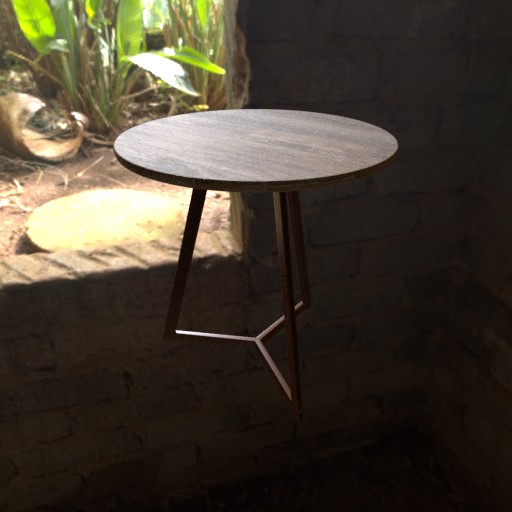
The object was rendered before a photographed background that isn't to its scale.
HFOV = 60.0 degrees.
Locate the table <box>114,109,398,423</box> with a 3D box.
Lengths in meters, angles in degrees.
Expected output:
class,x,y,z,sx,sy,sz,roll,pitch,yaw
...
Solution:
class,x,y,z,sx,sy,sz,roll,pitch,yaw
table,0.000,0.000,0.926,0.500,0.500,0.500,0,29,0
